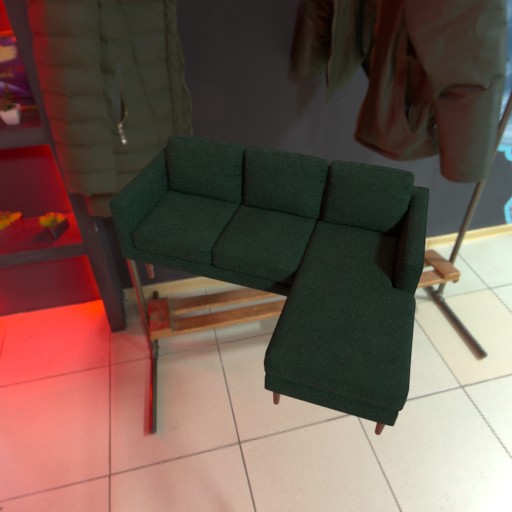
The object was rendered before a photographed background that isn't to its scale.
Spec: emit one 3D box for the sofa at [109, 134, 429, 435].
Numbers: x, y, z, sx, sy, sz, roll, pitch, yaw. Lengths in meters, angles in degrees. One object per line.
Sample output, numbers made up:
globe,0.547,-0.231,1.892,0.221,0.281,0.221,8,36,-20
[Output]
sofa,0.000,0.000,2.890,2.030,0.899,1.580,12,43,14
